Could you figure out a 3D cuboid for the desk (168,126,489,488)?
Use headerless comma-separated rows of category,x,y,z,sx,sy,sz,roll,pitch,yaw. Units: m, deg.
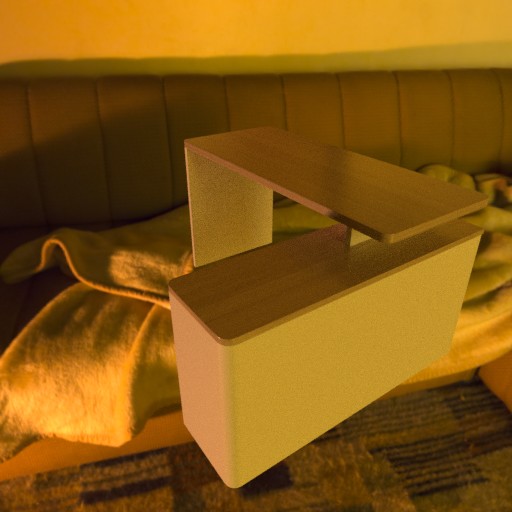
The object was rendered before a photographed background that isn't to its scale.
desk,0.000,0.000,2.040,1.175,0.770,1.400,-19,34,-30
